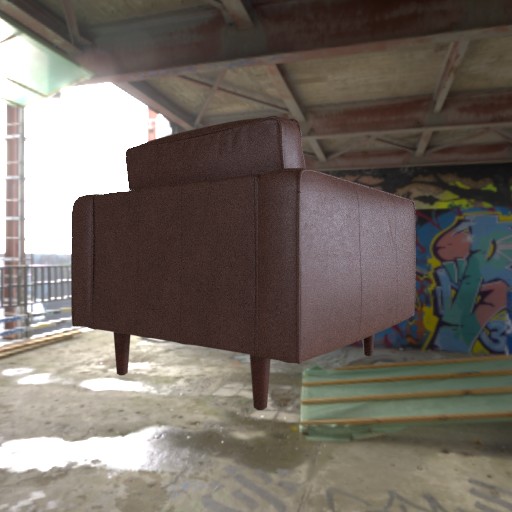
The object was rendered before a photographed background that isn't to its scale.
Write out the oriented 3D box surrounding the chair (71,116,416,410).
[{"bbox_3d":[0.000,0.000,1.572,0.920,0.770,0.900,0,0,36],"label":"chair"}]
